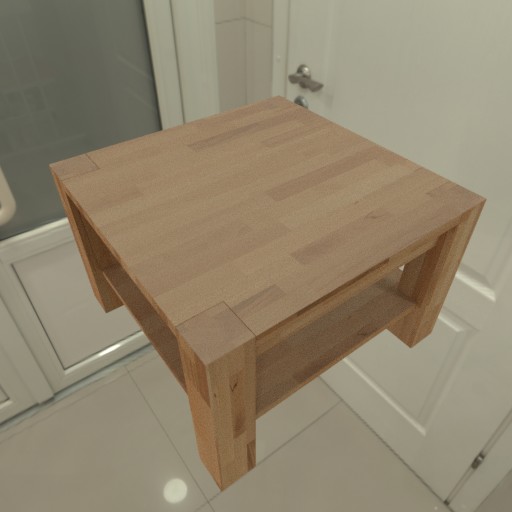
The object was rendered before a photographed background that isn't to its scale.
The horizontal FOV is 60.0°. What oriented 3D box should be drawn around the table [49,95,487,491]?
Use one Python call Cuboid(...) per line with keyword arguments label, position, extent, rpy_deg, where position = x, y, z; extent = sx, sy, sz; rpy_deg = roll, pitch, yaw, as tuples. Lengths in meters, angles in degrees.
Cuboid(label="table", position=(0.000, 0.000, 1.142), extent=(0.700, 0.451, 0.700), rpy_deg=(-26, 48, -27))
